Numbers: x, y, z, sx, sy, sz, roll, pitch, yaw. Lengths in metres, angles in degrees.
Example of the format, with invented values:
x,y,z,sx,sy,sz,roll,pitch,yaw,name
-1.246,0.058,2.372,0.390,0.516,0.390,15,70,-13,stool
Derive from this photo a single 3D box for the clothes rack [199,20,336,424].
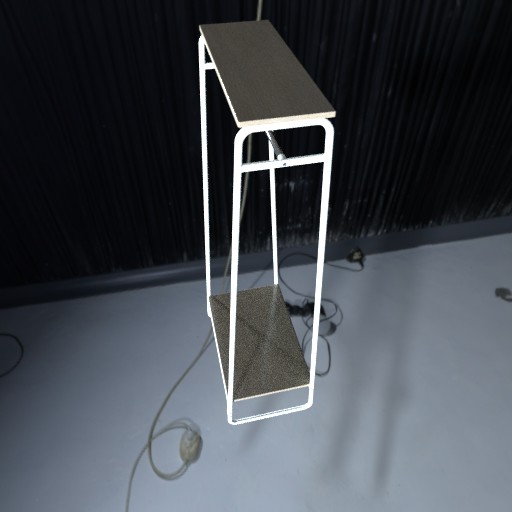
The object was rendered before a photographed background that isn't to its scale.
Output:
x,y,z,sx,sy,sz,roll,pitch,yaw,name
0.000,0.000,1.747,0.400,1.512,0.640,-9,46,-9,clothes rack
